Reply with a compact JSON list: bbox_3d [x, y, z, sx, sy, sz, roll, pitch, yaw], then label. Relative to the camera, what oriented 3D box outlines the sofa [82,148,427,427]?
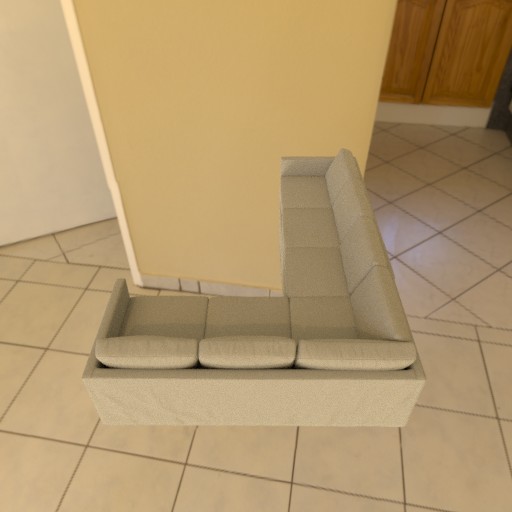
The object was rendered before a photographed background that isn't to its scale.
[{"bbox_3d":[0.000,0.000,4.431,2.432,0.871,3.182,0,41,0],"label":"sofa"}]
